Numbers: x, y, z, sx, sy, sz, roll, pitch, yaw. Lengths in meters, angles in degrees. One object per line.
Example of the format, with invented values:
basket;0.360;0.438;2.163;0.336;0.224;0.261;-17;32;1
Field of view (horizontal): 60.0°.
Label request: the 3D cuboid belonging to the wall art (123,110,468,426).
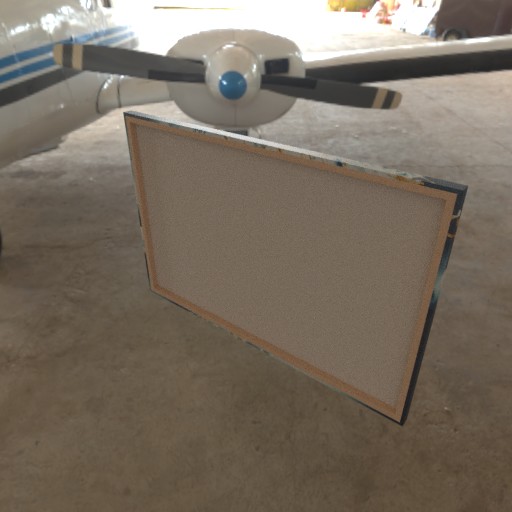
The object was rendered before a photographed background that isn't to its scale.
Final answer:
wall art;0.000;0.000;1.444;1.138;0.759;0.035;22;37;32
